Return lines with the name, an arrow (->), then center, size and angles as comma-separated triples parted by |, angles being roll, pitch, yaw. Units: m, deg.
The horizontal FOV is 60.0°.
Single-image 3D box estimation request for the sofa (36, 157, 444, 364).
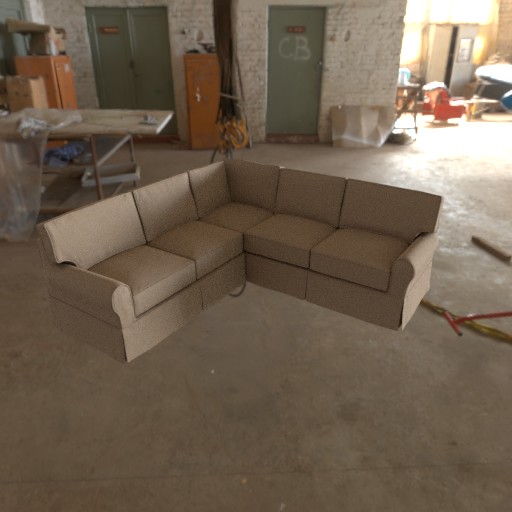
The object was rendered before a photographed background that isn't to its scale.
sofa -> 0.000, 0.000, 4.177 | 2.733, 1.124, 2.730 | 16, 30, 30
